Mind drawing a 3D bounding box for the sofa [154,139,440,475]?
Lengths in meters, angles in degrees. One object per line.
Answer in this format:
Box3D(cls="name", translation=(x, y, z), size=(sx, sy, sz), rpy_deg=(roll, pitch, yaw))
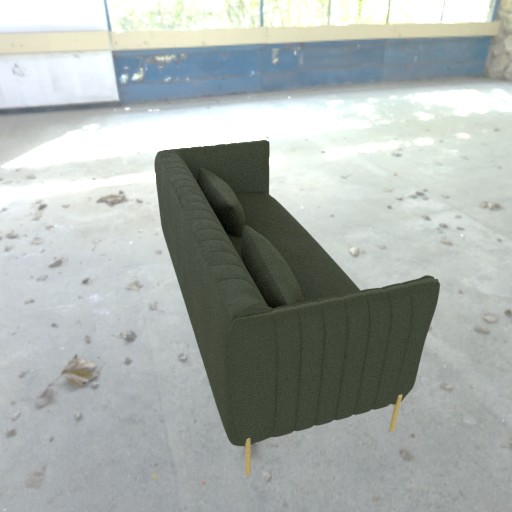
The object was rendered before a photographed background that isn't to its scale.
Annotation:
Box3D(cls="sofa", translation=(0.000, 0.000, 2.603), size=(0.896, 0.793, 2.137), rpy_deg=(-9, 32, -15))
